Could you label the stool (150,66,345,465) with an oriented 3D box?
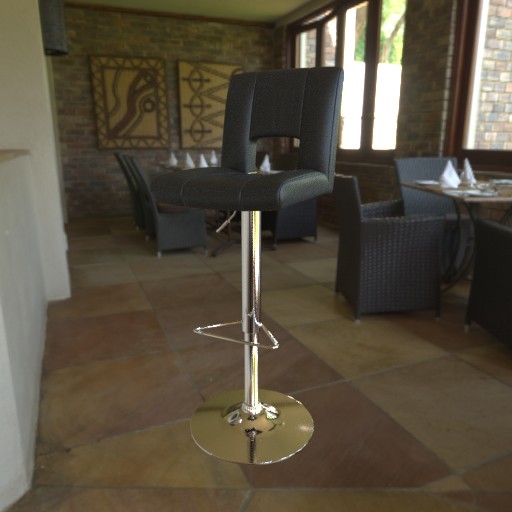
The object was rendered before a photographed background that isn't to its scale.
[{"bbox_3d":[0.000,0.000,1.387,0.415,1.151,0.520,7,16,25],"label":"stool"}]
